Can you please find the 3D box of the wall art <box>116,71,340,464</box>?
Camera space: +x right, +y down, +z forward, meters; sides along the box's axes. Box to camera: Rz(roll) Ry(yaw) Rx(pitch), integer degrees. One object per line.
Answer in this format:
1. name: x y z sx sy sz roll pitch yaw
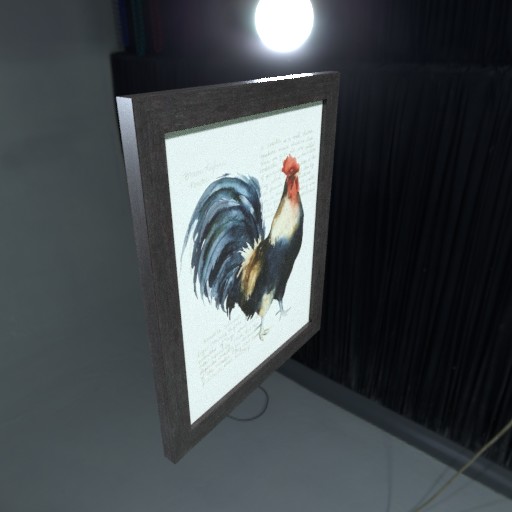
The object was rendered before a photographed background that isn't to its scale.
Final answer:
1. wall art: 0.000 0.000 0.787 0.027 0.580 0.479 19 32 33
